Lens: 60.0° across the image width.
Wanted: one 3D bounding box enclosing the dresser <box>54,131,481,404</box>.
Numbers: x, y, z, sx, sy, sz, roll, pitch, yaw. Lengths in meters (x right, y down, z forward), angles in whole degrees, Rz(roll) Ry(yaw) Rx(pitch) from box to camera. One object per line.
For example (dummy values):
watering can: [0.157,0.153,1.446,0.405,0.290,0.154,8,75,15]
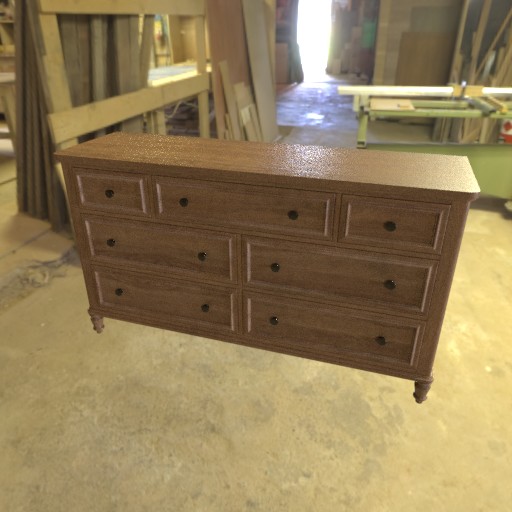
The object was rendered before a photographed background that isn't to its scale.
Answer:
dresser: [0.000,0.000,1.953,1.583,0.892,0.468,8,28,16]
